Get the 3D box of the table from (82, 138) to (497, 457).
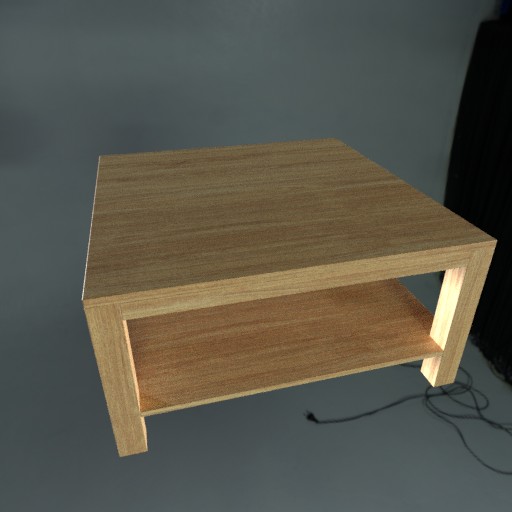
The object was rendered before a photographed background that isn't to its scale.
[{"bbox_3d":[0.000,0.000,1.400,0.900,0.450,0.900,-8,31,-13],"label":"table"}]
